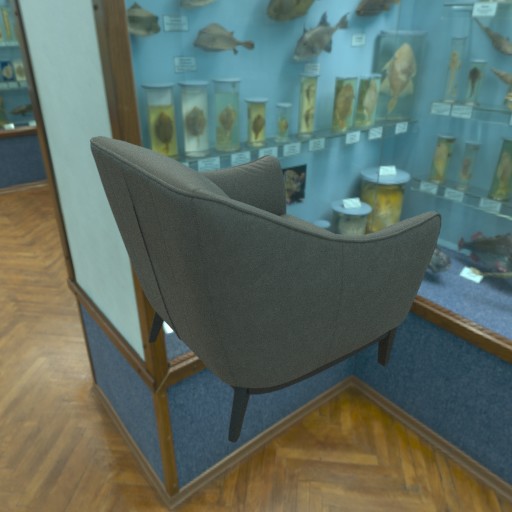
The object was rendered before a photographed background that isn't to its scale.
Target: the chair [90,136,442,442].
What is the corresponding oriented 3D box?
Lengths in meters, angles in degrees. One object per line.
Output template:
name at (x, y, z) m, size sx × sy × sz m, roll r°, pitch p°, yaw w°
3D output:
chair at (0.000, 0.000, 1.535) m, size 0.852 × 0.830 × 0.871 m, roll -19°, pitch 33°, yaw -32°
